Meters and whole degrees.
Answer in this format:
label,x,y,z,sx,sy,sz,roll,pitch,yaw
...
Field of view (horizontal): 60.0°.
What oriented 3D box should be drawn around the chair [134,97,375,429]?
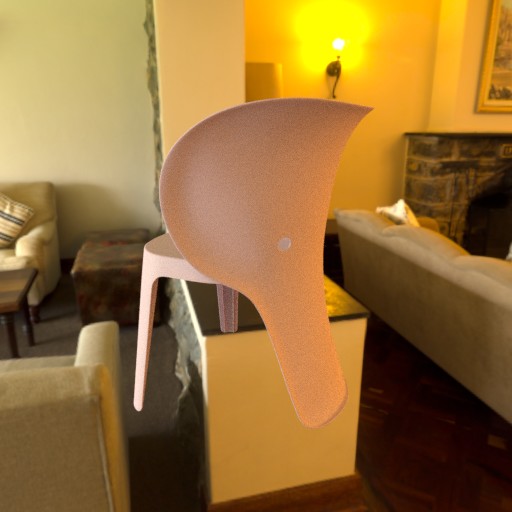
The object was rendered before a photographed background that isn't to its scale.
label,x,y,z,sx,sy,sz,roll,pitch,yaw
chair,0.000,0.000,0.857,0.402,0.554,0.451,8,18,25
